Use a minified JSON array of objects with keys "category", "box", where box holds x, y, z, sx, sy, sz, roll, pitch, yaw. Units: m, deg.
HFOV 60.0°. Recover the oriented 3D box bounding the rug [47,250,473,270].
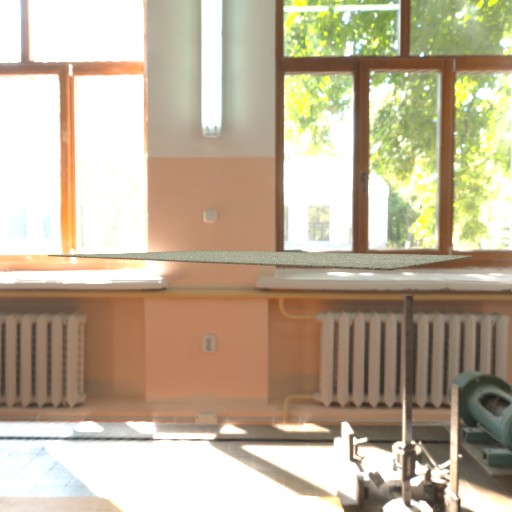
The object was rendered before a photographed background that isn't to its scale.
[{"category":"rug","box":[0.000,0.000,2.271,1.827,0.007,1.211,2,3,36]}]
